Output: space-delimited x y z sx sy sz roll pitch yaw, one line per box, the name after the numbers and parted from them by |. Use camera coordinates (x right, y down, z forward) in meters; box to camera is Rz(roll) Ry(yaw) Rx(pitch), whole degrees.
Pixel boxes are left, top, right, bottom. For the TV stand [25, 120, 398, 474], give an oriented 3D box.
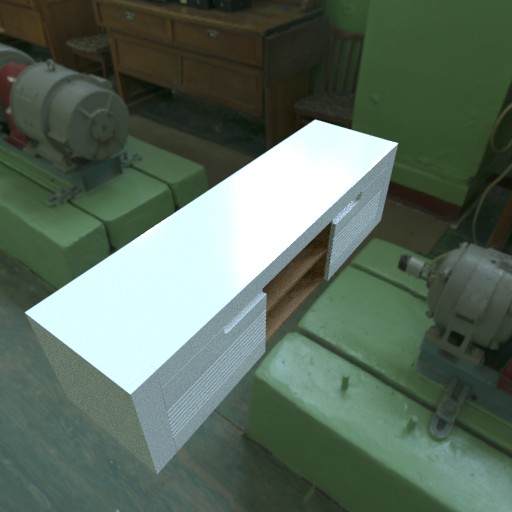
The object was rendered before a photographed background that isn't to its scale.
0.000 0.000 1.676 0.410 0.440 1.500 26 47 27 | TV stand
